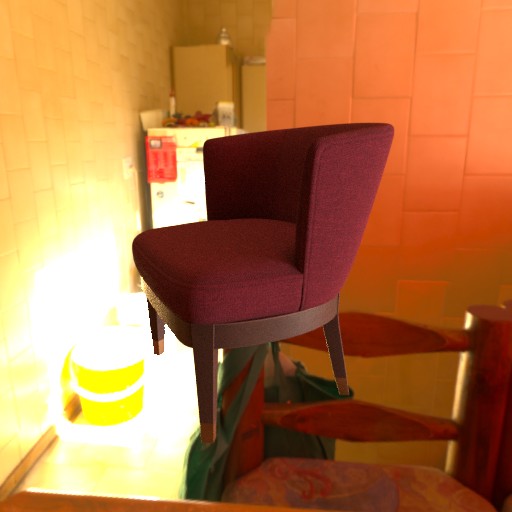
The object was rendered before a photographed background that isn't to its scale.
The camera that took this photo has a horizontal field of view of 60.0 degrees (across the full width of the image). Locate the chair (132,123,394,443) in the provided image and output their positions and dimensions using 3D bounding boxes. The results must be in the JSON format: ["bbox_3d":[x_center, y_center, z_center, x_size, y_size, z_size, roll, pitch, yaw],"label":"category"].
[{"bbox_3d":[0.000,0.000,1.308,0.660,0.760,0.700,-7,16,-25],"label":"chair"}]
